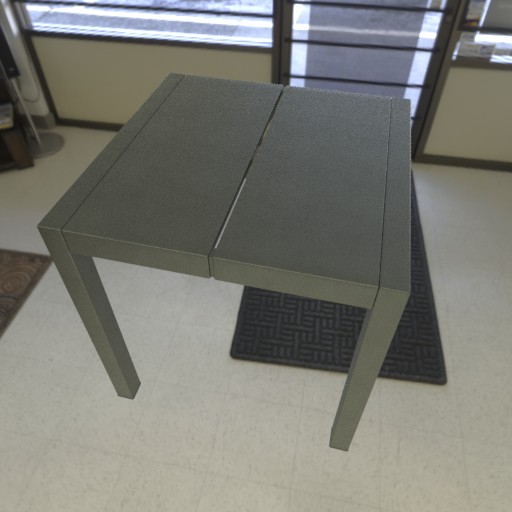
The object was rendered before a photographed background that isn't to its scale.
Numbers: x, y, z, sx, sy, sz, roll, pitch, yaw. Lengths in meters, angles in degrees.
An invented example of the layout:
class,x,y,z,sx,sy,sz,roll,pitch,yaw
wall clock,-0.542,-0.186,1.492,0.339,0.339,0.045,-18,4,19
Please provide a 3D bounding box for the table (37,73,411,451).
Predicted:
class,x,y,z,sx,sy,sz,roll,pitch,yaw
table,0.000,0.000,0.927,0.508,0.508,0.508,10,47,9
